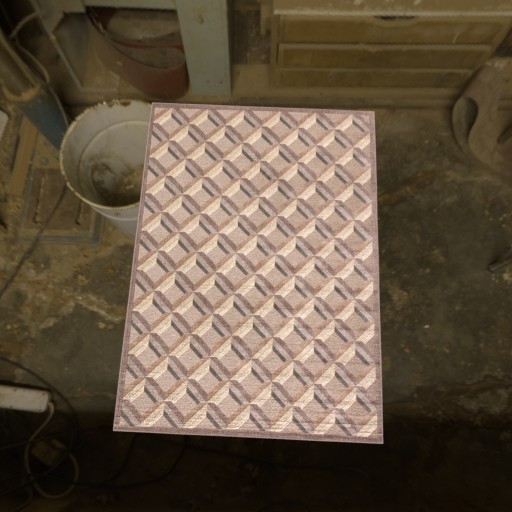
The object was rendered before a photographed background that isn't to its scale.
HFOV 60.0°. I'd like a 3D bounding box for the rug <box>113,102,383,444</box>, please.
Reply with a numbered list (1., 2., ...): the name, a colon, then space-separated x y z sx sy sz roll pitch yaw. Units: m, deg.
1. rug: 0.000 0.000 4.307 2.382 0.018 3.294 2 75 1
